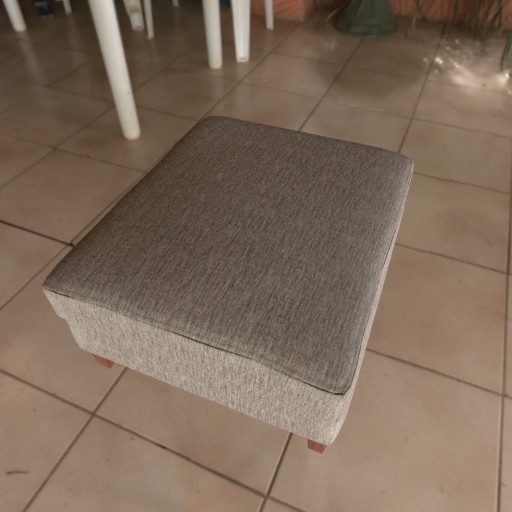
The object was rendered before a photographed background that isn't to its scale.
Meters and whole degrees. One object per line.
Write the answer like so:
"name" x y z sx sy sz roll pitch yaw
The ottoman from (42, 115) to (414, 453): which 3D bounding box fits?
"ottoman" 0.000 0.000 1.485 0.839 0.492 0.994 16 48 15
